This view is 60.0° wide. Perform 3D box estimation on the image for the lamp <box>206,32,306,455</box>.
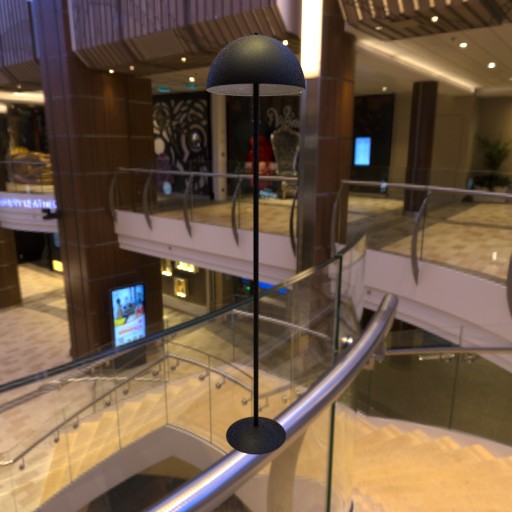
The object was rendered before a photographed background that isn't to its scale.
[{"bbox_3d":[0.000,0.000,1.607,0.328,1.480,0.328,-2,14,-8],"label":"lamp"}]
